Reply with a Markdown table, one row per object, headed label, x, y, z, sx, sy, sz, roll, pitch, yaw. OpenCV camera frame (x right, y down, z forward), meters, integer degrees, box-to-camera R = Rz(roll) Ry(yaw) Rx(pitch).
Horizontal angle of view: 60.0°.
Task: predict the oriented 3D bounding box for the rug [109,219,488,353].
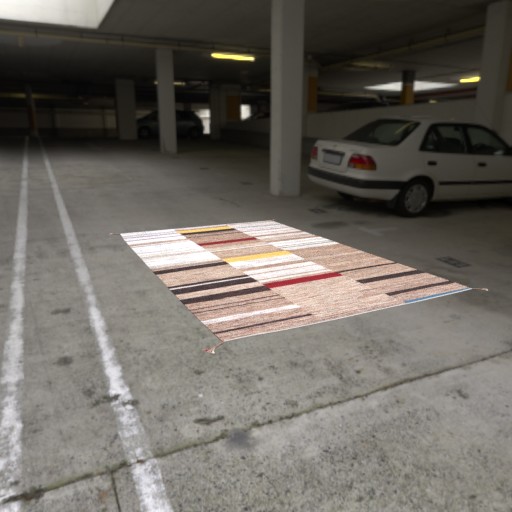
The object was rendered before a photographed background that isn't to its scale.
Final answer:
| label | x | y | z | sx | sy | sz | roll | pitch | yaw |
| --- | --- | --- | --- | --- | --- | --- | --- | --- | --- |
| rug | 0.000 | 0.000 | 2.397 | 1.268 | 0.007 | 1.918 | -7 | 16 | -25 |
